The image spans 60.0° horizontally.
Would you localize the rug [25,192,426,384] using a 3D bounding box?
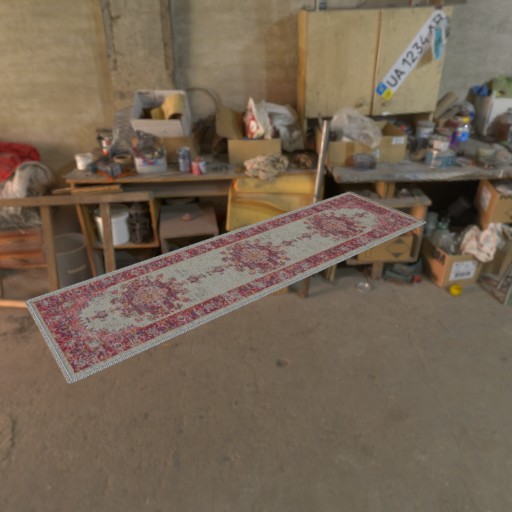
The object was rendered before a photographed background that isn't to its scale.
[{"bbox_3d":[0.000,0.000,2.503,2.294,0.011,0.666,-21,36,-32],"label":"rug"}]
